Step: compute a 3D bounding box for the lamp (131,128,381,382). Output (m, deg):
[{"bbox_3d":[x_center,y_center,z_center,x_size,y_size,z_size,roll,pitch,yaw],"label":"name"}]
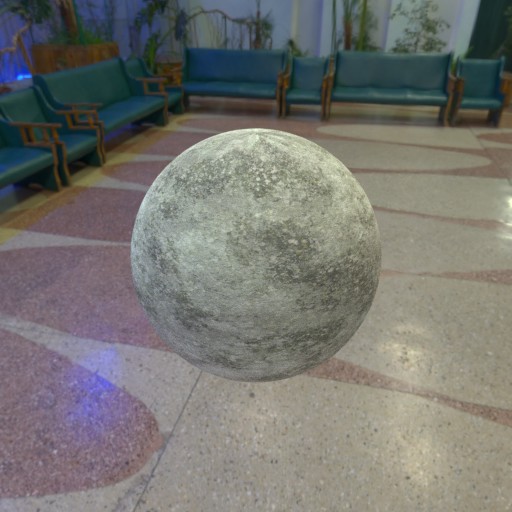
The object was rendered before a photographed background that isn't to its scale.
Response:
[{"bbox_3d":[0.000,0.000,0.774,0.422,0.429,0.422,0,30,0],"label":"lamp"}]
